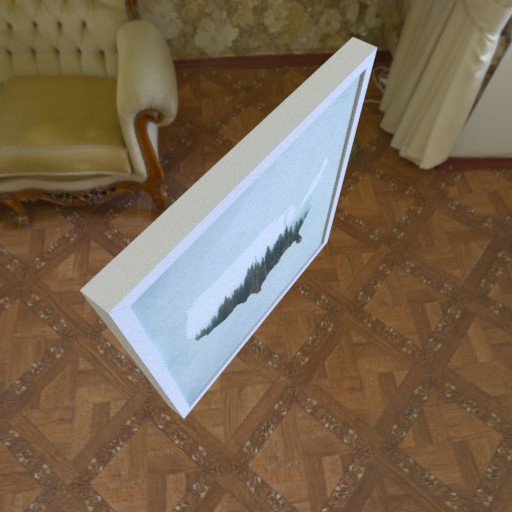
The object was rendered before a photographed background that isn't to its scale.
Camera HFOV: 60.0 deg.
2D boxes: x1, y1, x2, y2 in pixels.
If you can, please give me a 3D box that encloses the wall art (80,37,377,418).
[{"bbox_3d":[0.000,0.000,0.445,0.024,0.304,0.304,33,65,18],"label":"wall art"}]
